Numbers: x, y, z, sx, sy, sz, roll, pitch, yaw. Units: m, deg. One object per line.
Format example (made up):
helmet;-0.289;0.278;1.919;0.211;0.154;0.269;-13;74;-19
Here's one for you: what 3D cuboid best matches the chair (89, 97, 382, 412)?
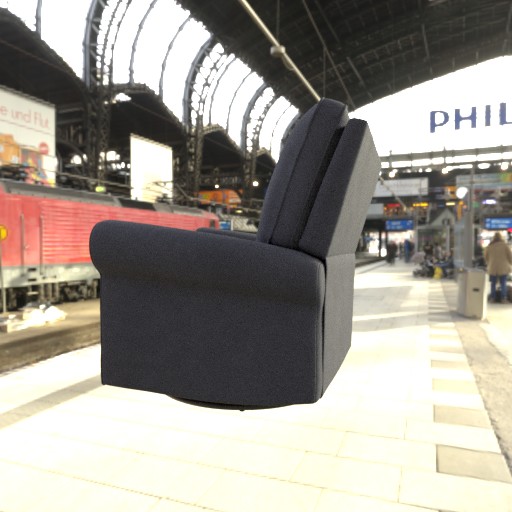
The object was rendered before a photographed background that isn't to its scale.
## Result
chair;0.000;0.000;1.681;0.878;0.961;0.890;0;2;19
